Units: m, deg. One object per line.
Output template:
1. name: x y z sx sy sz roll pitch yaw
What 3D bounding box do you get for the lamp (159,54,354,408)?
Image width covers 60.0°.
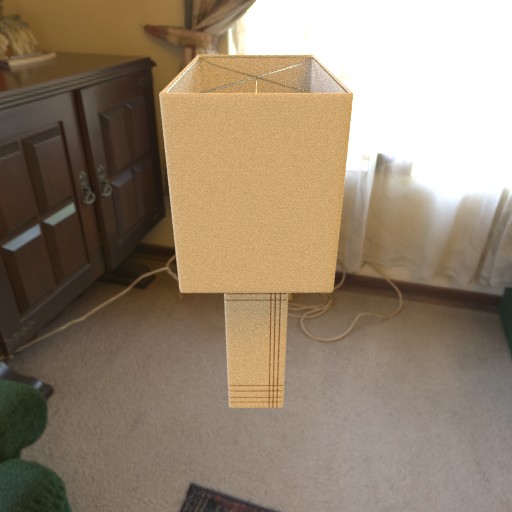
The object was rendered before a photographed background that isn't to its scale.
1. lamp: 0.000 0.000 0.691 0.182 0.543 0.334 0 30 0
